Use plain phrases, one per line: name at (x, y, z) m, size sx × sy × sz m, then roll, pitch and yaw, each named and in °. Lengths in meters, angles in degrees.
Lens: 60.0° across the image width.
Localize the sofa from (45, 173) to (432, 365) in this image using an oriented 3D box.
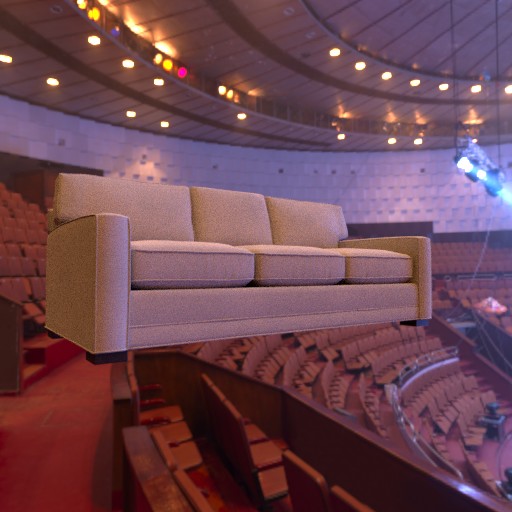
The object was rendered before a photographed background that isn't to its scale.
sofa at (0.000, 0.000, 2.581) m, size 2.088 × 0.862 × 0.935 m, roll 1°, pitch -2°, yaw -35°
